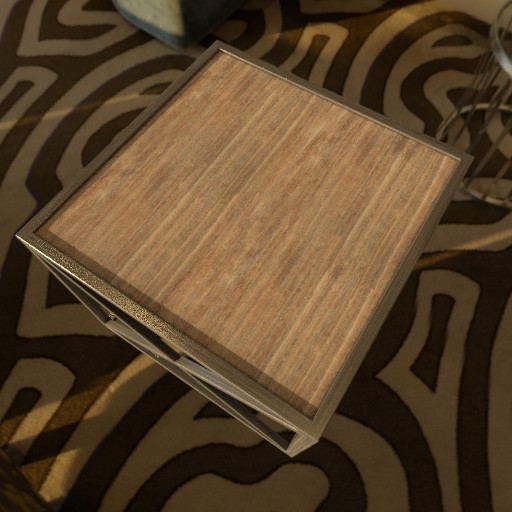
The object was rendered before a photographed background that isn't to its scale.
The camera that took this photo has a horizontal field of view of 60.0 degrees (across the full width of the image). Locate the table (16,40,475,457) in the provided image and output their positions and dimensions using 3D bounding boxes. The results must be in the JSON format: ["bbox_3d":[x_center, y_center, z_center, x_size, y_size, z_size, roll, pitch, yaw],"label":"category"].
[{"bbox_3d":[0.000,0.000,1.042,0.611,0.507,0.609,30,67,14],"label":"table"}]
